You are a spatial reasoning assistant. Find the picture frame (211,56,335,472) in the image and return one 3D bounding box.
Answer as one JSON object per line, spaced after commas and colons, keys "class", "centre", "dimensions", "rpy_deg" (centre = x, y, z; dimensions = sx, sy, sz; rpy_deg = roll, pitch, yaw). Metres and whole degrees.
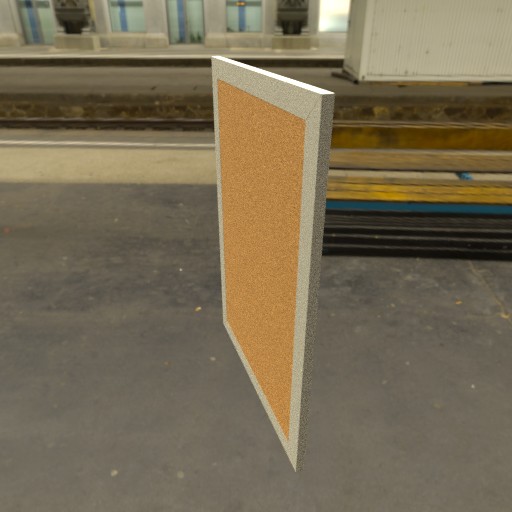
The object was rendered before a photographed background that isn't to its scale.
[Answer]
{"class": "picture frame", "centre": [0.000, 0.000, 0.588], "dimensions": [0.011, 0.459, 0.326], "rpy_deg": [-10, 31, -17]}
